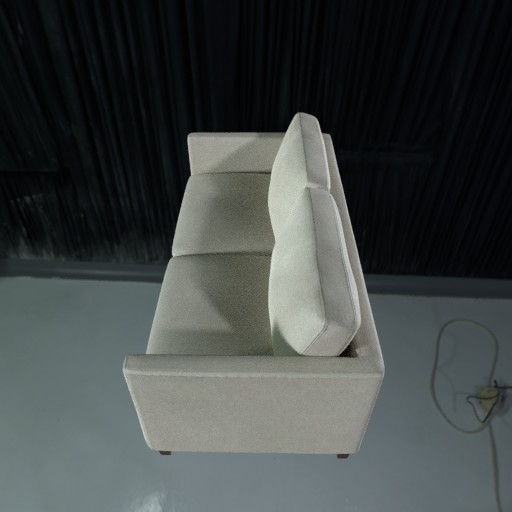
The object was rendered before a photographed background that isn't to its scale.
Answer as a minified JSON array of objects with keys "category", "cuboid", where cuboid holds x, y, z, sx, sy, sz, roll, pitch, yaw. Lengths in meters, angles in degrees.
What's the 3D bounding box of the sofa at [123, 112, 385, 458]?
[{"category":"sofa","cuboid":[0.000,0.000,2.380,0.950,0.940,1.846,1,42,1]}]
